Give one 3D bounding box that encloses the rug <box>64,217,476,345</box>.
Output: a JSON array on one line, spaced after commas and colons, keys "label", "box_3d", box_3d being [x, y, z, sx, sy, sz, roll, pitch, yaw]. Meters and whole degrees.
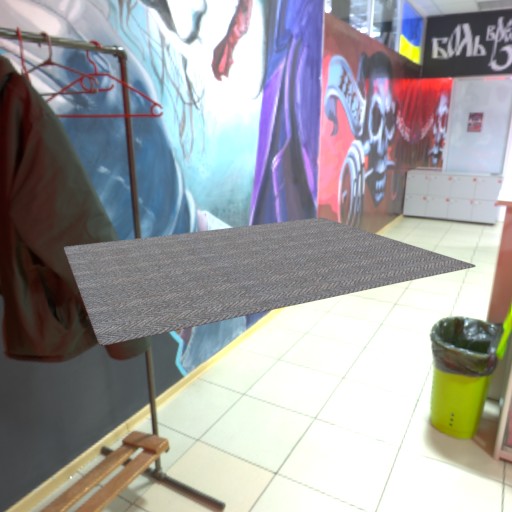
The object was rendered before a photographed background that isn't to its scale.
[{"label": "rug", "box_3d": [0.000, 0.000, 5.207, 3.957, 0.011, 2.894, -8, 19, -26]}]
